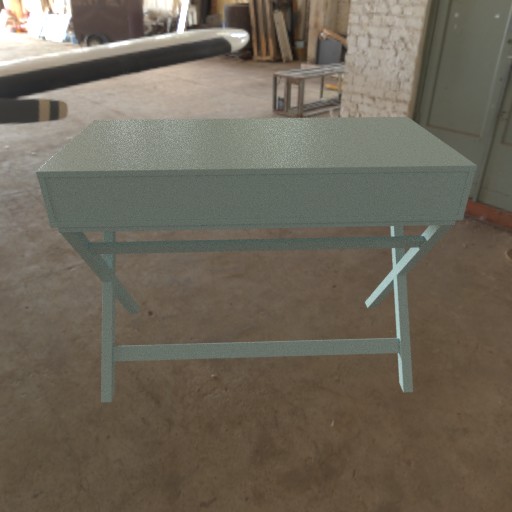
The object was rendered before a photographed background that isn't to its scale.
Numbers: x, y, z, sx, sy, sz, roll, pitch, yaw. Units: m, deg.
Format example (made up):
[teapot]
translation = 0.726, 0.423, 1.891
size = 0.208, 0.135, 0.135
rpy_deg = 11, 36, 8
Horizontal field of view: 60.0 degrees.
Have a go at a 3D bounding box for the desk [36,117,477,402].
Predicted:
[desk]
translation = 0.000, 0.000, 1.474
size = 1.059, 0.780, 0.509
rpy_deg = -1, 30, -2
